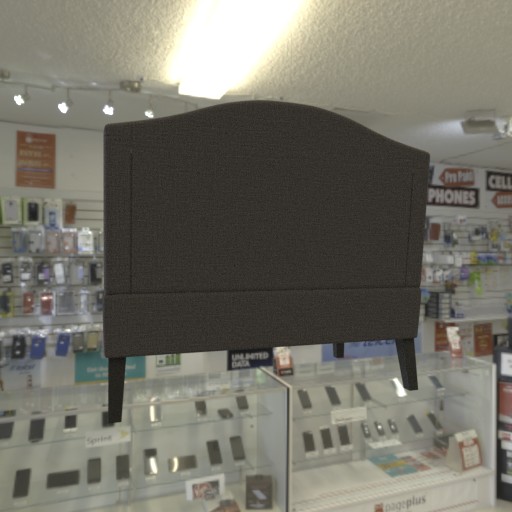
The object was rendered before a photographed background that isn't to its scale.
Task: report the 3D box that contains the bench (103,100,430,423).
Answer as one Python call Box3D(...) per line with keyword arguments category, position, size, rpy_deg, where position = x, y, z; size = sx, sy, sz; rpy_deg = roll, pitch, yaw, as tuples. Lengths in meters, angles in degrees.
Box3D(category="bench", position=(0.000, 0.000, 2.059), size=(1.335, 1.180, 0.815), rpy_deg=(0, 0, -18))
